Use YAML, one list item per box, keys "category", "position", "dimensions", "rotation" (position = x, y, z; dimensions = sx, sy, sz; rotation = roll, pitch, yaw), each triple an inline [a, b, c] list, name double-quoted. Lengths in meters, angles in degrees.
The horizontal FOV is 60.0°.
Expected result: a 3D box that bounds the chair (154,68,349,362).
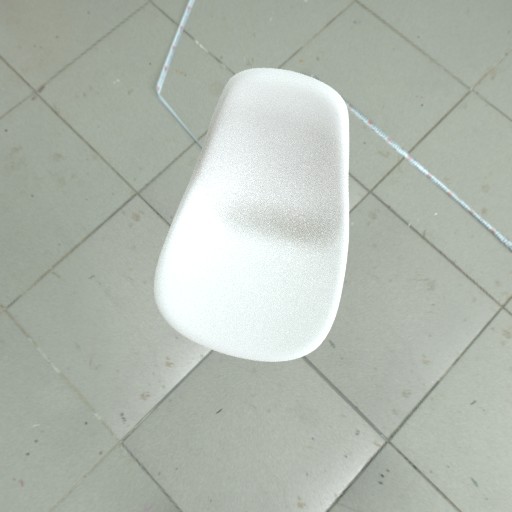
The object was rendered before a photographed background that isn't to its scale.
- category: "chair"
  position: [0.000, 0.000, 1.179]
  dimensions: [0.470, 0.826, 0.533]
  rotation: [15, 76, 4]
